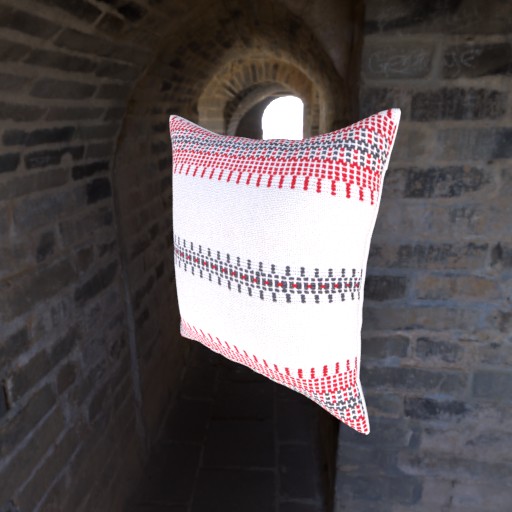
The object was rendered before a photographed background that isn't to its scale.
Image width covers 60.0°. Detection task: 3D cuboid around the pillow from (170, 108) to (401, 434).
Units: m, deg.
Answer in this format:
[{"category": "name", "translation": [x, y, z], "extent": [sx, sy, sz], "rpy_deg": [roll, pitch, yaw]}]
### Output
[{"category": "pillow", "translation": [0.000, 0.000, 0.734], "extent": [0.463, 0.454, 0.160], "rpy_deg": [16, 23, 43]}]
